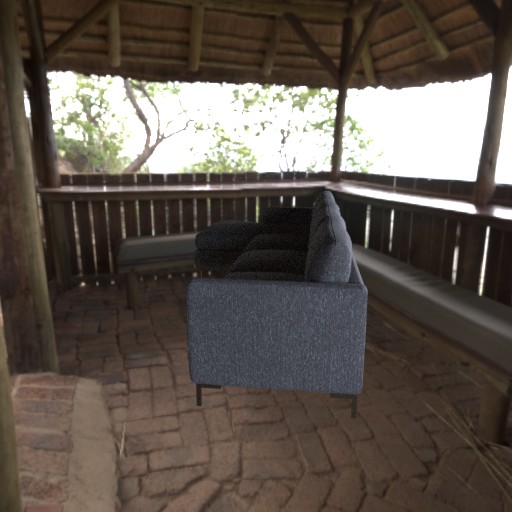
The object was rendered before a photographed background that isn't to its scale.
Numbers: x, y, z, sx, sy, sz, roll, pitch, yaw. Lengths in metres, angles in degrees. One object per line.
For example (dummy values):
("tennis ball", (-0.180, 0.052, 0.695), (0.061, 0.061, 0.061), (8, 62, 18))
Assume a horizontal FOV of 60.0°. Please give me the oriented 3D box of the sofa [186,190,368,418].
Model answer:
("sofa", (0.000, 0.000, 3.368), (1.350, 0.810, 2.932), (2, 13, 8))
